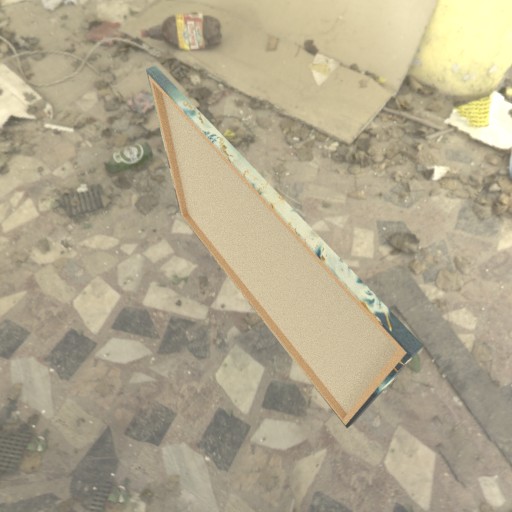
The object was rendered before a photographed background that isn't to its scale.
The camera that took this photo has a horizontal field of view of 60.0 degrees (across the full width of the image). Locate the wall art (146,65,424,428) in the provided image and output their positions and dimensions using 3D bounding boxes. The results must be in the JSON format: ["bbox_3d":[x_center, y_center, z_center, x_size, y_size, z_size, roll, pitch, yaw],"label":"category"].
[{"bbox_3d":[0.000,0.000,1.473,0.035,0.759,1.138,-31,63,-18],"label":"wall art"}]
